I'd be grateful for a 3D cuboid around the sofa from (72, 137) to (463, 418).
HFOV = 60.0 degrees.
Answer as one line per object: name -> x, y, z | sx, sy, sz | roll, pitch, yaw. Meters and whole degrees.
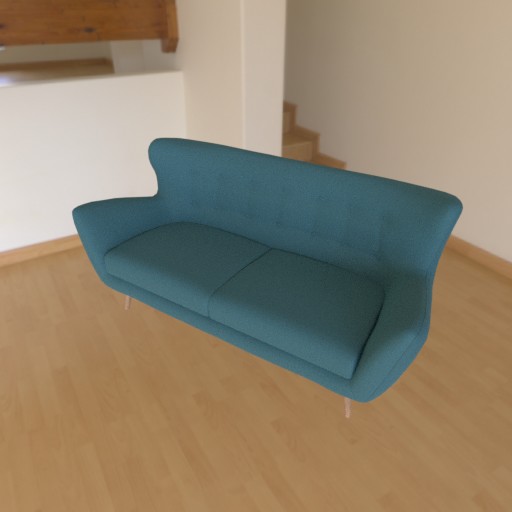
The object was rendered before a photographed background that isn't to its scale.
sofa -> 0.000, 0.000, 2.380 | 1.930, 0.890, 0.889 | 19, 35, 28
